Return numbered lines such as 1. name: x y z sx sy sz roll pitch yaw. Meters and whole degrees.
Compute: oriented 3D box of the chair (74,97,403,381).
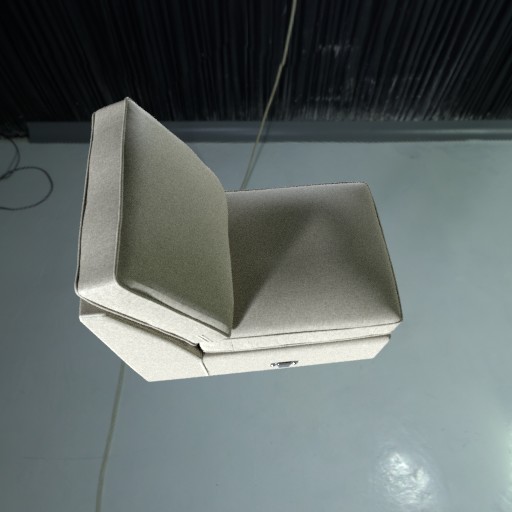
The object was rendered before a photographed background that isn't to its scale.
1. chair: 0.000 0.000 1.665 1.020 1.058 0.674 -5 63 -3
